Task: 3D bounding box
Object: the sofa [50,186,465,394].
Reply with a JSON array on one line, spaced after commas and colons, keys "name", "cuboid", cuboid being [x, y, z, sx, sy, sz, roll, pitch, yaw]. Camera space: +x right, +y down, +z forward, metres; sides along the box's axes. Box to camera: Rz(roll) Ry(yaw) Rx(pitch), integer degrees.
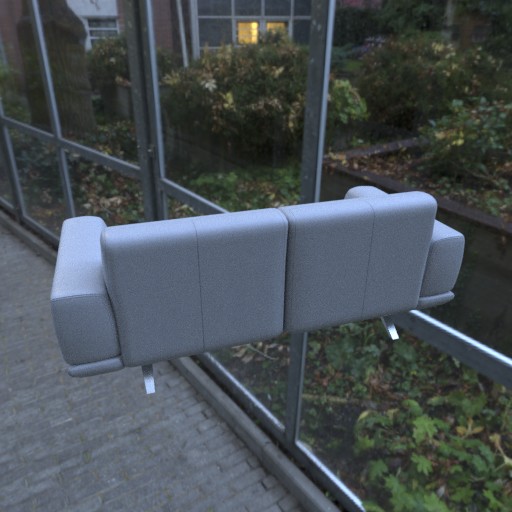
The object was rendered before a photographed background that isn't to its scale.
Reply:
[{"name": "sofa", "cuboid": [0.000, 0.000, 2.331, 1.901, 0.772, 0.900, -8, 28, -16]}]
